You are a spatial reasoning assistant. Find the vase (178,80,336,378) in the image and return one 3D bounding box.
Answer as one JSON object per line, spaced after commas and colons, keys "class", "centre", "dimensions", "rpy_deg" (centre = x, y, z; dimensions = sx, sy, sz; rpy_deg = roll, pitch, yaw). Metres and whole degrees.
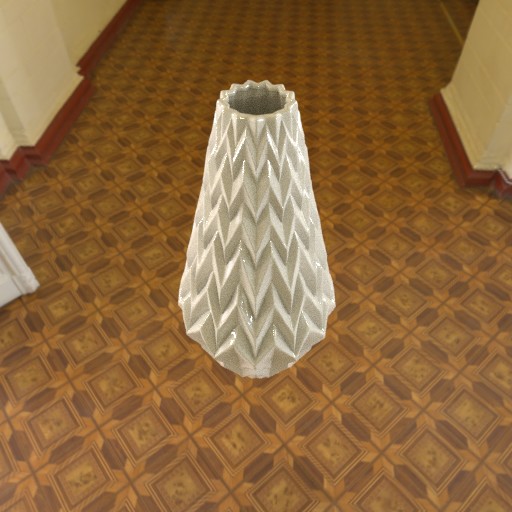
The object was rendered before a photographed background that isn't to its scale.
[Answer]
{"class": "vase", "centre": [0.000, 0.000, 0.429], "dimensions": [0.167, 0.328, 0.167], "rpy_deg": [0, 48, 0]}
